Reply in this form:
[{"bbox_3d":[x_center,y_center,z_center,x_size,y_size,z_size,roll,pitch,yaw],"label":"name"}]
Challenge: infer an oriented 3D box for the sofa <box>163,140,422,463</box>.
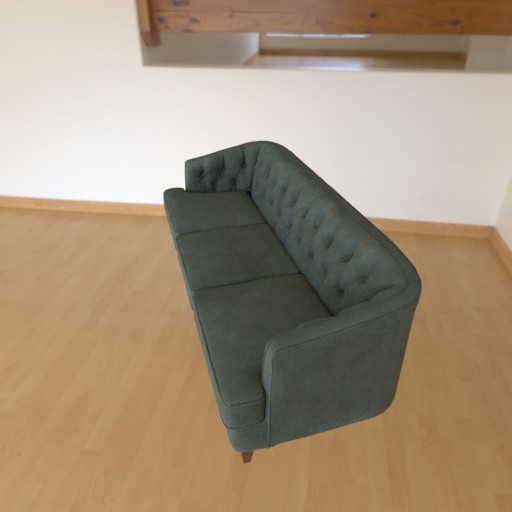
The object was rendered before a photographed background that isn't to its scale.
[{"bbox_3d":[0.000,0.000,2.777,0.941,0.855,2.278,-9,32,-14],"label":"sofa"}]
